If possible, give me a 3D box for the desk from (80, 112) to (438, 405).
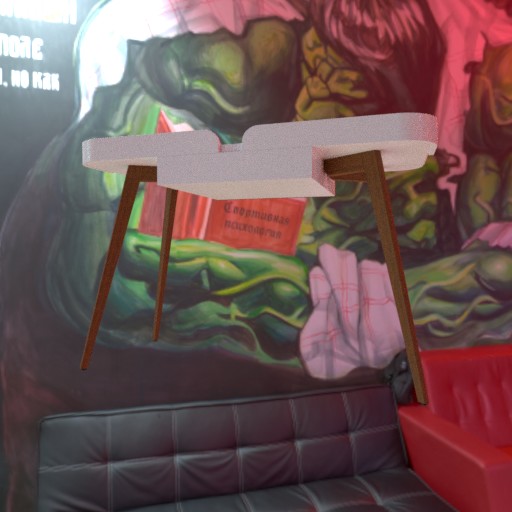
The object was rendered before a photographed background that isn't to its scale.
[{"bbox_3d":[0.000,0.000,1.630,1.206,0.807,0.534,0,2,18],"label":"desk"}]
